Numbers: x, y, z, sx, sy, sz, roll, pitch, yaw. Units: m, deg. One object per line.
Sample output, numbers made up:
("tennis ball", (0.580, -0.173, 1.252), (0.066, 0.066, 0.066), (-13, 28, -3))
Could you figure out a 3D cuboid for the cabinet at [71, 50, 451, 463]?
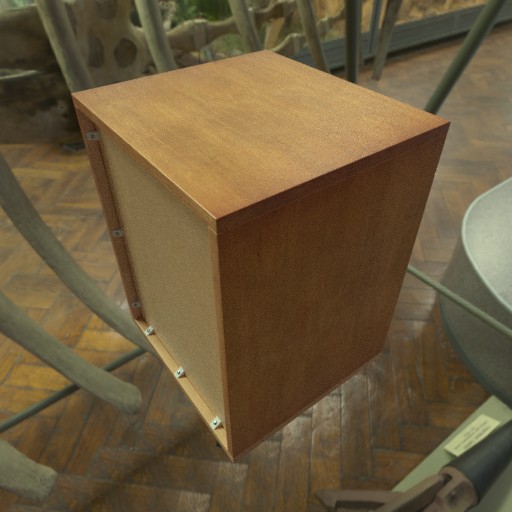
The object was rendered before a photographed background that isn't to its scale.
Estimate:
("cabinet", (0.000, 0.000, 0.832), (0.401, 0.579, 0.409), (-26, 47, -27))
